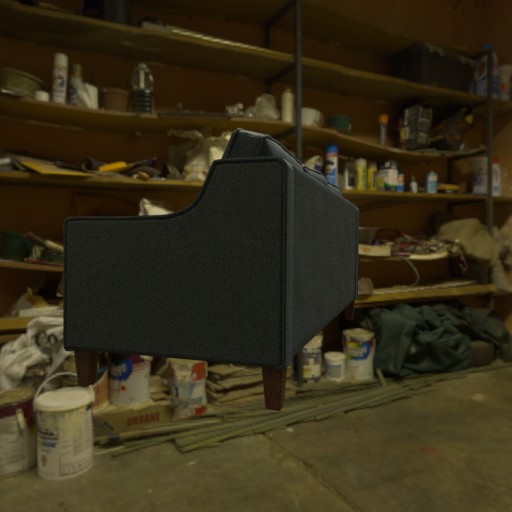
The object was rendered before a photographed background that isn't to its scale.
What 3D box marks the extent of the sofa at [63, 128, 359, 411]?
[{"bbox_3d":[0.000,0.000,2.491,0.911,0.974,1.986,1,2,20],"label":"sofa"}]
